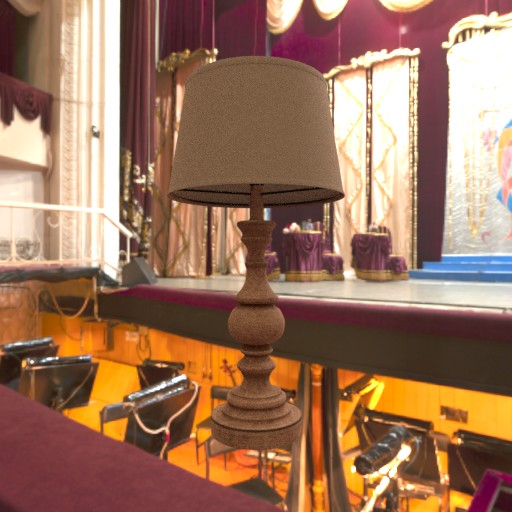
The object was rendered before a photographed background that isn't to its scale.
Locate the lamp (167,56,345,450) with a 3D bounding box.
[{"bbox_3d":[0.000,0.000,0.862,0.340,0.678,0.340,0,0,0],"label":"lamp"}]
